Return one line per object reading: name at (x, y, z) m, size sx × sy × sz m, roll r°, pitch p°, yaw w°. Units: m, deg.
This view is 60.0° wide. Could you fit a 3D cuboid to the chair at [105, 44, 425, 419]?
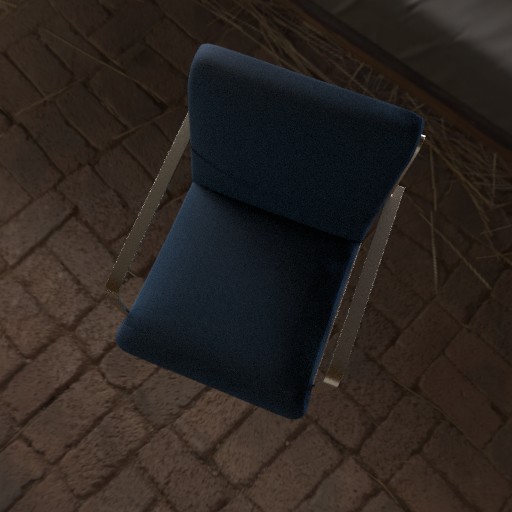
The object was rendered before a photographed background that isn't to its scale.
chair at (0.000, 0.000, 1.414) m, size 0.692 × 0.831 × 0.859 m, roll 21°, pitch 77°, yaw 5°
